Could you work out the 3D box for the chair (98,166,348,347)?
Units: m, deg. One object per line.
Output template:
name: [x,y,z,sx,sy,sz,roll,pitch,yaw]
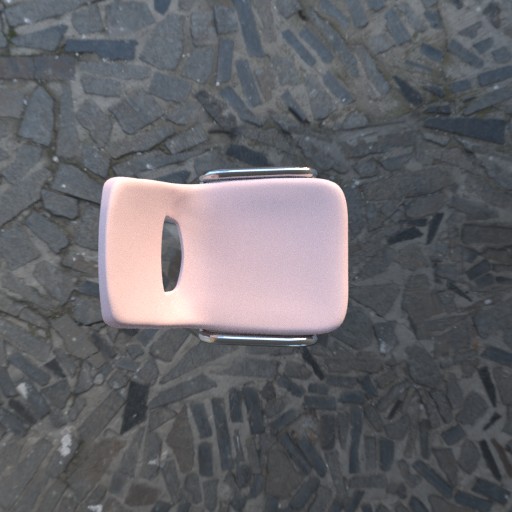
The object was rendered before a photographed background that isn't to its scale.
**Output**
chair: [0.000,0.000,0.851,0.423,0.586,0.354,0,89,0]
